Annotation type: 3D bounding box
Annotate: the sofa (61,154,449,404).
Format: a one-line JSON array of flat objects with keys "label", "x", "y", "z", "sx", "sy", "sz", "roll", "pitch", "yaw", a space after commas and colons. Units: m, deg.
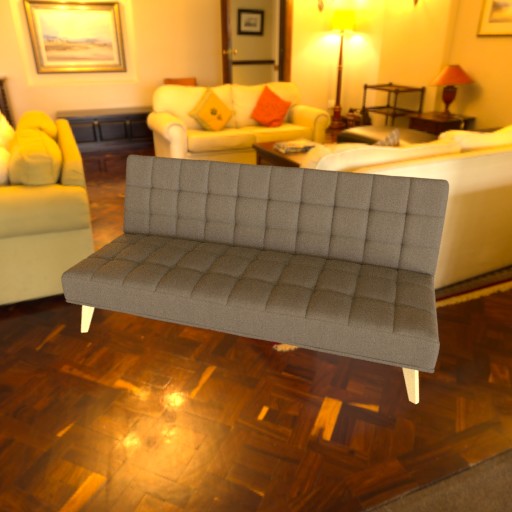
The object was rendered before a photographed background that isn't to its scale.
[{"label": "sofa", "x": 0.000, "y": 0.000, "z": 2.304, "sx": 1.800, "sy": 0.810, "sz": 0.860, "roll": 8, "pitch": 27, "yaw": 16}]
